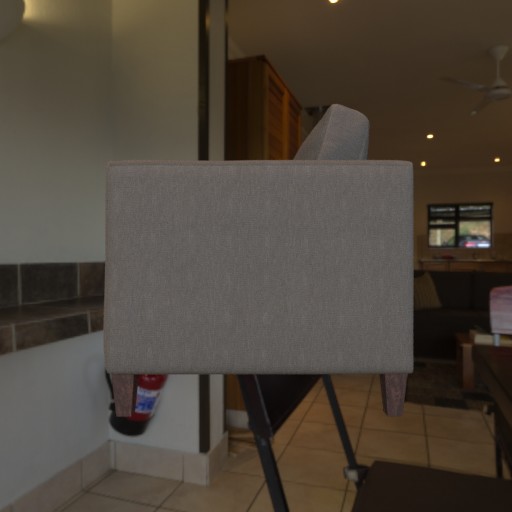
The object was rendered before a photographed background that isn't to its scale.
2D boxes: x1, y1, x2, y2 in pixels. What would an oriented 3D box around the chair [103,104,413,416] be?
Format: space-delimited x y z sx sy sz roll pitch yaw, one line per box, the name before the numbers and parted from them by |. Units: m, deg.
chair | 0.000 0.000 1.834 0.959 0.963 1.107 0 0 0
